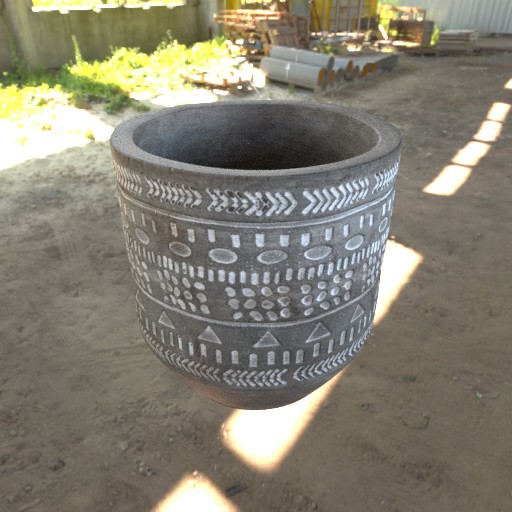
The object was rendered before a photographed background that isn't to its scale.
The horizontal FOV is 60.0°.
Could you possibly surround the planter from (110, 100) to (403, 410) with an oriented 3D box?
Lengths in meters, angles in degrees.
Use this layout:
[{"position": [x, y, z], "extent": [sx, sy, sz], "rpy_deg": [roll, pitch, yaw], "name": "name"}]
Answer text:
[{"position": [0.000, 0.000, 0.220], "extent": [0.122, 0.128, 0.122], "rpy_deg": [0, 30, 0], "name": "planter"}]
